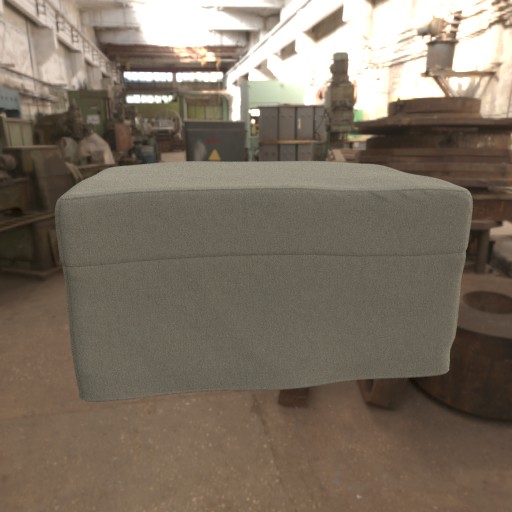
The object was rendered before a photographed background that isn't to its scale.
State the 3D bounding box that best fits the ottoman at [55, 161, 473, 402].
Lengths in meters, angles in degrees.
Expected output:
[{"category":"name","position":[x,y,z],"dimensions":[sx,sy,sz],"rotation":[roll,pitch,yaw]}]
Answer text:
[{"category":"ottoman","position":[0.000,0.000,1.200],"dimensions":[0.833,0.461,0.648],"rotation":[-2,17,-7]}]
